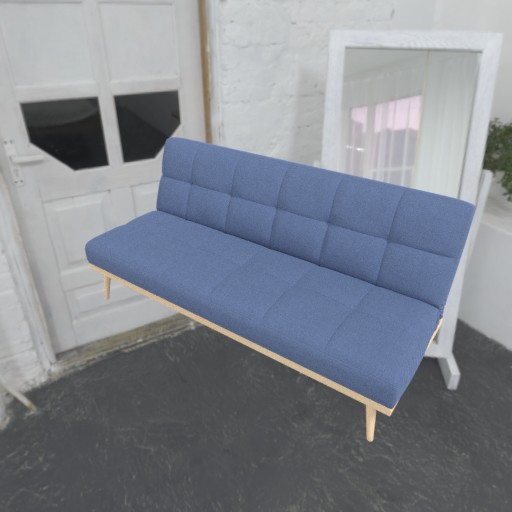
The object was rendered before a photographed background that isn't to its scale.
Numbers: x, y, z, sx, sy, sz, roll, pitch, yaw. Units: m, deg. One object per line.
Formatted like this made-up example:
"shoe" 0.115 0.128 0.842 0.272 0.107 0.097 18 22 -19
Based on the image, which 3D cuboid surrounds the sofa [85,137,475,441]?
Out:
"sofa" 0.000 0.000 2.248 1.800 0.800 0.796 20 36 30
